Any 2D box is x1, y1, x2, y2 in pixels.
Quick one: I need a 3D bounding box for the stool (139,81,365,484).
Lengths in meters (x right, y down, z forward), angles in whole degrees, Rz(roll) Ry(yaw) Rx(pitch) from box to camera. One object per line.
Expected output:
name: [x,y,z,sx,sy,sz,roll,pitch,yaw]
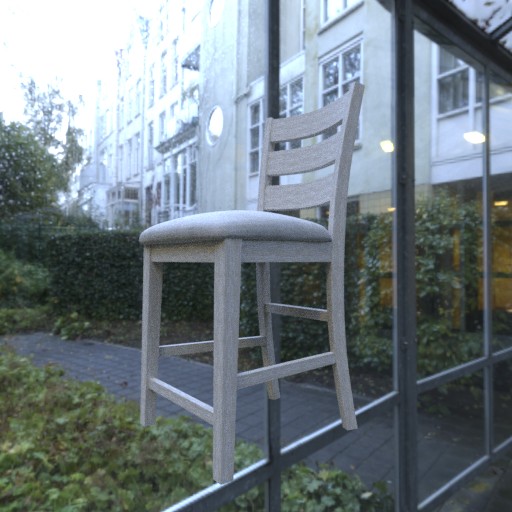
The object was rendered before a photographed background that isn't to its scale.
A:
stool: [0.000,0.000,1.342,0.569,1.032,0.484,0,-1,-37]
